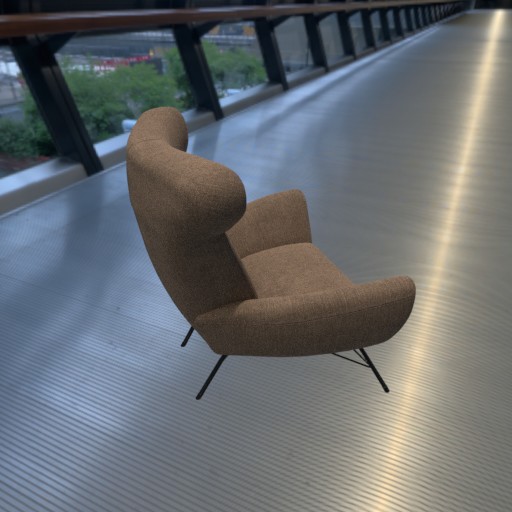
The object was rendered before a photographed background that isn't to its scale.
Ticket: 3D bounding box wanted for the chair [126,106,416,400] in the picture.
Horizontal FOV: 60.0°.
[{"bbox_3d":[0.000,0.000,1.769,0.900,1.040,0.980,-10,31,-17],"label":"chair"}]
